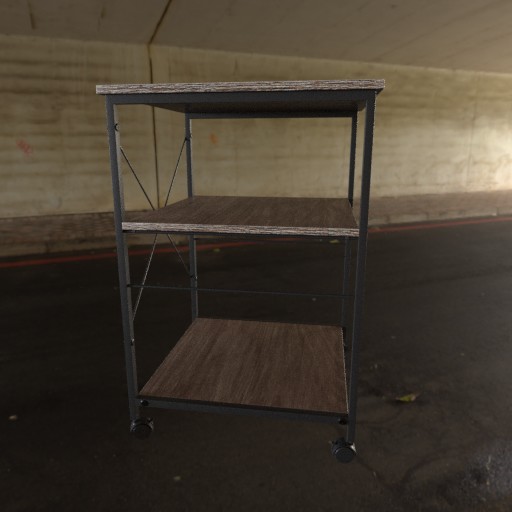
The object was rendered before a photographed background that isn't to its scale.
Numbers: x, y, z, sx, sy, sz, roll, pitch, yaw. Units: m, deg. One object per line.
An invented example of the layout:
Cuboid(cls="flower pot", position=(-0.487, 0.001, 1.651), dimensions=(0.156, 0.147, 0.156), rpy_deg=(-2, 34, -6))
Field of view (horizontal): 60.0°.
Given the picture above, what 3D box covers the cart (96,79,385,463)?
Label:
Cuboid(cls="cart", position=(0.000, 0.000, 1.125), dimensions=(0.520, 0.762, 0.521), rpy_deg=(2, 14, 9))
